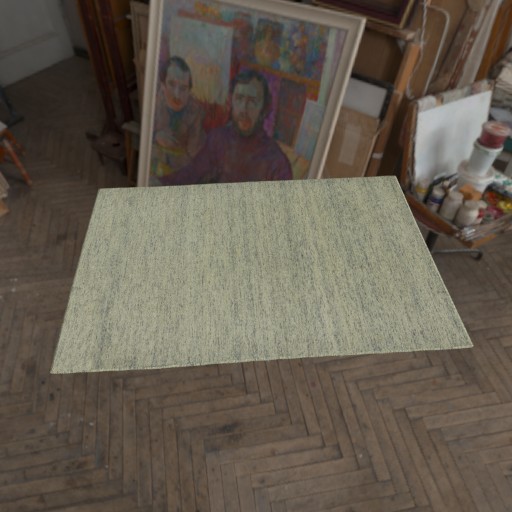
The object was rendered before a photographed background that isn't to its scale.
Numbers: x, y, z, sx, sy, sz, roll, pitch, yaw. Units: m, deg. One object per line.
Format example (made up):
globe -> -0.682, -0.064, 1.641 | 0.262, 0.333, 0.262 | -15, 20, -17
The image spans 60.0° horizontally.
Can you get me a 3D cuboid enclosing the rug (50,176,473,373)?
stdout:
rug -> 0.000, 0.000, 2.333 | 1.846, 0.014, 1.243 | -3, 48, -3
